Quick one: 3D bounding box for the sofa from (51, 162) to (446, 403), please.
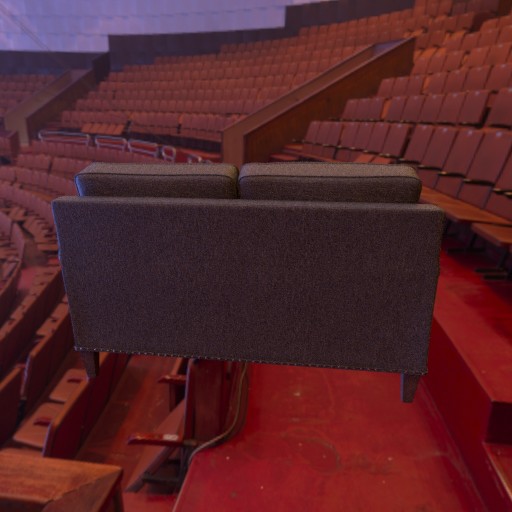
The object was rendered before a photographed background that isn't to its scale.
[{"bbox_3d":[0.000,0.000,2.257,1.597,1.003,1.084,2,17,8],"label":"sofa"}]
